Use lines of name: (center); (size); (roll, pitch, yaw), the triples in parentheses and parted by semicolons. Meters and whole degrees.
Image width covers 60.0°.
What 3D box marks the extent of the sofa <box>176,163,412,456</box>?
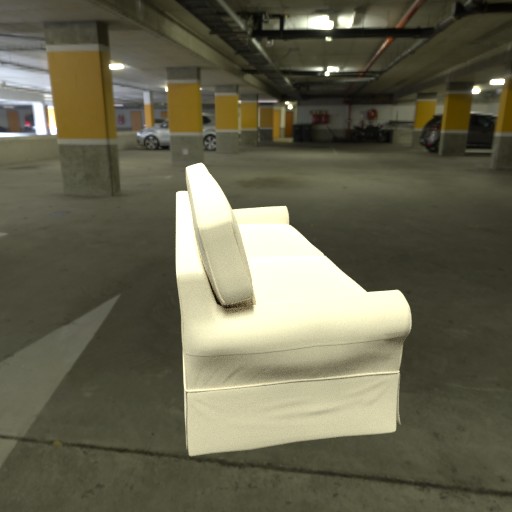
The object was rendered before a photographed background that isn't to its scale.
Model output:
sofa: (0.000, 0.000, 2.492); (0.862, 0.937, 2.021); (-3, 17, -9)
